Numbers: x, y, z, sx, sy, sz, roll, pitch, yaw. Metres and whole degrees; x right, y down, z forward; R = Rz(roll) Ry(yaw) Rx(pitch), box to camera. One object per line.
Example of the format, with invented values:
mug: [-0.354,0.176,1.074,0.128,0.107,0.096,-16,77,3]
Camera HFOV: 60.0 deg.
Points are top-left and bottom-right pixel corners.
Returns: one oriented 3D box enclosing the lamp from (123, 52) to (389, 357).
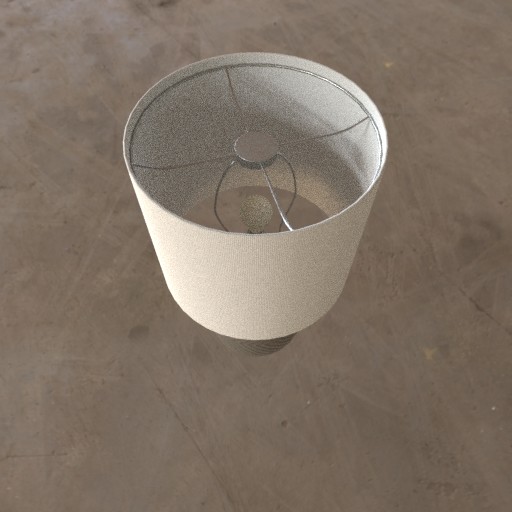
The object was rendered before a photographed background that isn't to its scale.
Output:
lamp: [0.000,0.000,0.501,0.207,0.366,0.207,-14,58,-9]
